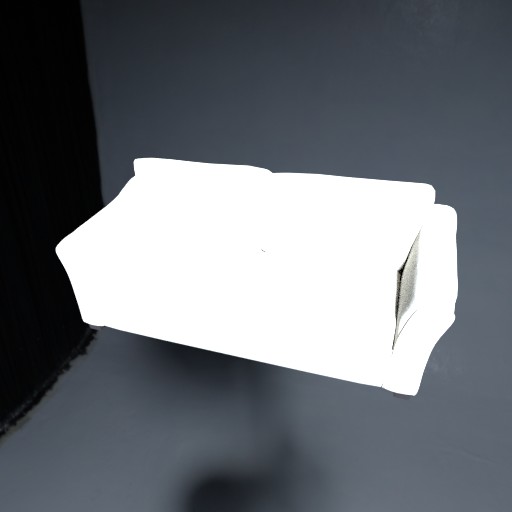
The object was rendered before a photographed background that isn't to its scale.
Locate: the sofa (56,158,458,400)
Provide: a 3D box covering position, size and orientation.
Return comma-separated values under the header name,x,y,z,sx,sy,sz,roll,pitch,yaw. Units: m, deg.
name,x,y,z,sx,sy,sz,roll,pitch,yaw
sofa,0.000,0.000,2.752,2.270,0.965,0.980,9,28,17
